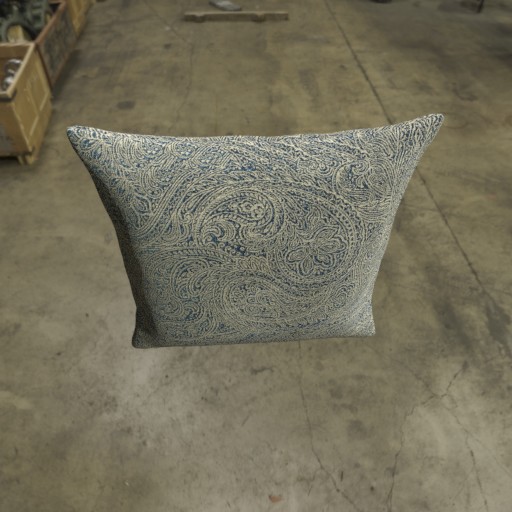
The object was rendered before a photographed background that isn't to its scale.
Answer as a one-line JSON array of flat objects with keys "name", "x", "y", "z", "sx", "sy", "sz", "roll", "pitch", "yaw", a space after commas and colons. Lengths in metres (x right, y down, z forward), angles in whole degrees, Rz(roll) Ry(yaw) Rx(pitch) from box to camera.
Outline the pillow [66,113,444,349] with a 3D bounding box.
[{"name": "pillow", "x": 0.000, "y": 0.000, "z": 0.777, "sx": 0.523, "sy": 0.510, "sz": 0.166, "roll": -3, "pitch": 45, "yaw": -3}]
